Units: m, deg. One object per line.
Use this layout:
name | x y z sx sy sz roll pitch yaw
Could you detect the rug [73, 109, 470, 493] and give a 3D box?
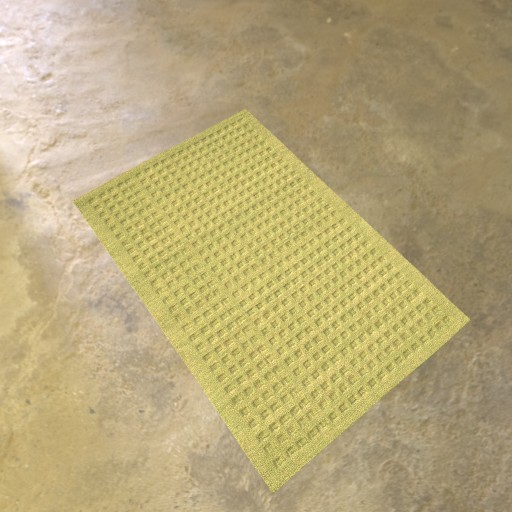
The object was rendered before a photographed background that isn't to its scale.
rug | 0.000 0.000 2.908 1.529 0.007 2.297 -34 66 -17
